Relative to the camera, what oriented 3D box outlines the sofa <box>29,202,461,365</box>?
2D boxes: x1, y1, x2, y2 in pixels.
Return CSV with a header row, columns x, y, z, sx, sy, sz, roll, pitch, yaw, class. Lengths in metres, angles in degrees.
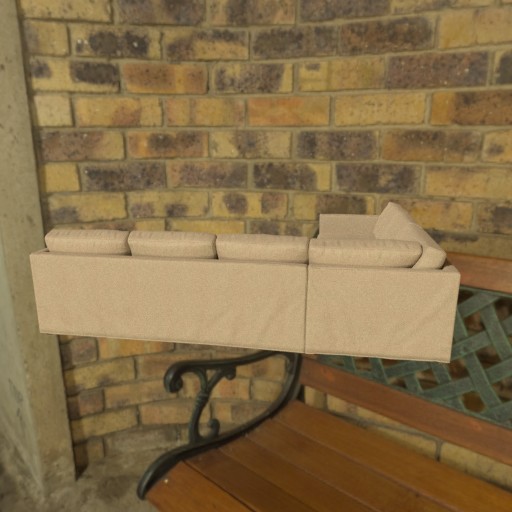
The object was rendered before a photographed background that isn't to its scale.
x,y,z,sx,sy,sz,roll,pitch,yaw,class
0.000,0.000,4.393,3.182,0.871,2.432,2,15,9,sofa
